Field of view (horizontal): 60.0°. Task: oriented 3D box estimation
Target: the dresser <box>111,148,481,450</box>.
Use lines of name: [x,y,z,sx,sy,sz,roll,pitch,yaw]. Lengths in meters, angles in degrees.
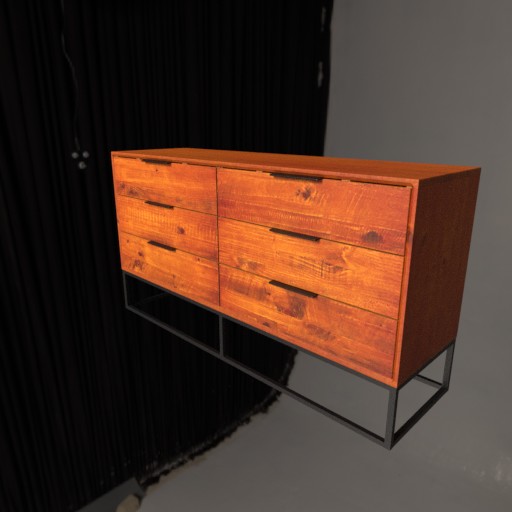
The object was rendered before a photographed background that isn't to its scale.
dresser: [0.000,0.000,1.870,1.536,0.810,0.464,16,23,42]
